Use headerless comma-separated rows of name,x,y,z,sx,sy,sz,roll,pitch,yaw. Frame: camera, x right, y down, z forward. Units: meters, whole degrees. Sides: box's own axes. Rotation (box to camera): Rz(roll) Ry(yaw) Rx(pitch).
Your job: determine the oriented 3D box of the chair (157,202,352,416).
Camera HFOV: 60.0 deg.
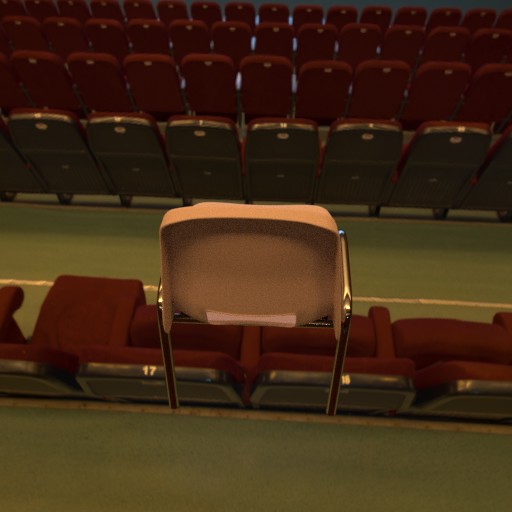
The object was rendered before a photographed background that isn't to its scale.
chair,0.000,0.000,0.799,0.354,0.537,0.385,2,47,2
